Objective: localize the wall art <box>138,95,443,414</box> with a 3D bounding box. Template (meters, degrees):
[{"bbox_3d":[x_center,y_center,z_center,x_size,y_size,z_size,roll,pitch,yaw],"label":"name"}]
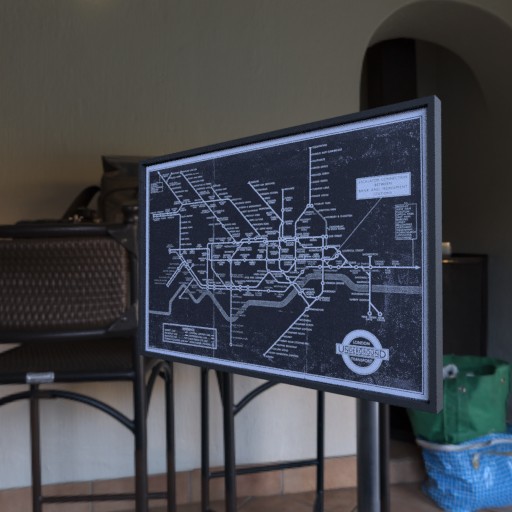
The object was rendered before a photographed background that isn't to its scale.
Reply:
[{"bbox_3d":[0.000,0.000,0.561,0.443,0.301,0.021,-1,-1,37],"label":"wall art"}]
